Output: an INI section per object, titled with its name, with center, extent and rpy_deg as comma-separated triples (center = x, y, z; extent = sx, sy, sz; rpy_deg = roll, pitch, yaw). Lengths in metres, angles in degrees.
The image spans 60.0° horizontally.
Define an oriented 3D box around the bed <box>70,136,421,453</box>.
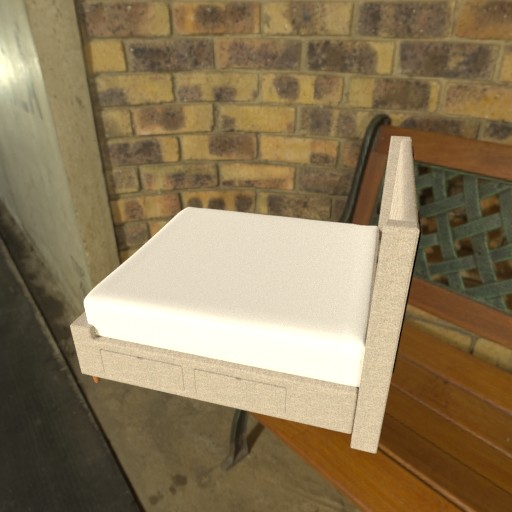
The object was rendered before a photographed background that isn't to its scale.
[bed]
center = 0.000, 0.000, 3.822
extent = 2.372, 1.748, 2.044
rpy_deg = 8, 29, 14
